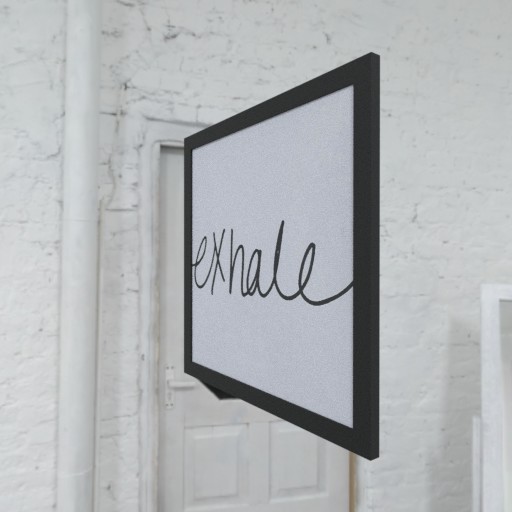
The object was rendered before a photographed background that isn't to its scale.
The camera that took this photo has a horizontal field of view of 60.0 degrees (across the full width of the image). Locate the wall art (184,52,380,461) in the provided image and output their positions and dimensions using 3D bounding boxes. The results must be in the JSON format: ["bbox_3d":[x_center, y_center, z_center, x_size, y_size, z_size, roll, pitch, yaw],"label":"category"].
[{"bbox_3d":[0.000,0.000,0.534,0.012,0.357,0.358,0,0,-36],"label":"wall art"}]
